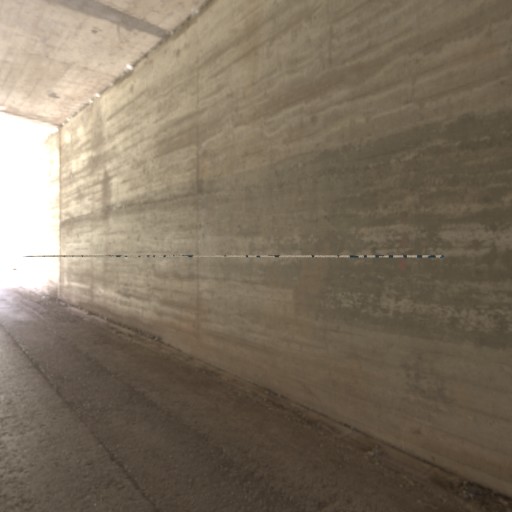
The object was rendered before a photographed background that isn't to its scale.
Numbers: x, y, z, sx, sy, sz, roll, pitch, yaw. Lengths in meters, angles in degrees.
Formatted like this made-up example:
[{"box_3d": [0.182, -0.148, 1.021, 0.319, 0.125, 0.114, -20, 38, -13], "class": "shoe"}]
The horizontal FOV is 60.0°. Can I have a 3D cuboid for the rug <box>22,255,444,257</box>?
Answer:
[{"box_3d": [0.000, 0.000, 4.100, 3.017, 0.014, 2.416, 0, 0, 18], "class": "rug"}]
